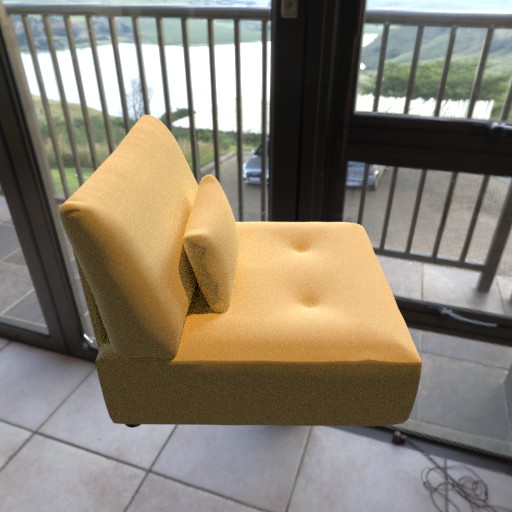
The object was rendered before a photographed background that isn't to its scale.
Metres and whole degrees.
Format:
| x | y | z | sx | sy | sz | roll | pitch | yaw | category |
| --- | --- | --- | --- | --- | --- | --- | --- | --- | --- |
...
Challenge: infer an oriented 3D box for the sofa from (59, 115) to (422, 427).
| x | y | z | sx | sy | sz | roll | pitch | yaw | category |
| --- | --- | --- | --- | --- | --- | --- | --- | --- | --- |
| 0.000 | 0.000 | 1.649 | 1.000 | 0.820 | 0.930 | 0 | 31 | 0 | sofa |
